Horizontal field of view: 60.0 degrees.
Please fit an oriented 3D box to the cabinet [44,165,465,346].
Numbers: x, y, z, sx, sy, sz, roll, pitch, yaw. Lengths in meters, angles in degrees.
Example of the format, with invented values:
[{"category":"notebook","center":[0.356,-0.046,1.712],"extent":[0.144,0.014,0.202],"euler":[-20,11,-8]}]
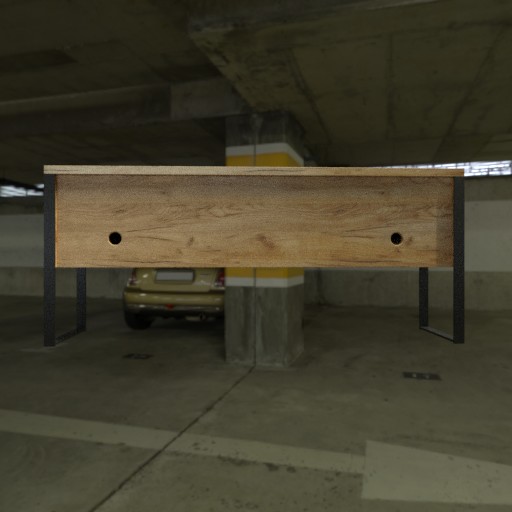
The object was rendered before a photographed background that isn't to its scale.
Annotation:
[{"category":"cabinet","center":[0.000,0.000,2.093],"extent":[1.800,0.762,0.395],"euler":[0,0,-2]}]
